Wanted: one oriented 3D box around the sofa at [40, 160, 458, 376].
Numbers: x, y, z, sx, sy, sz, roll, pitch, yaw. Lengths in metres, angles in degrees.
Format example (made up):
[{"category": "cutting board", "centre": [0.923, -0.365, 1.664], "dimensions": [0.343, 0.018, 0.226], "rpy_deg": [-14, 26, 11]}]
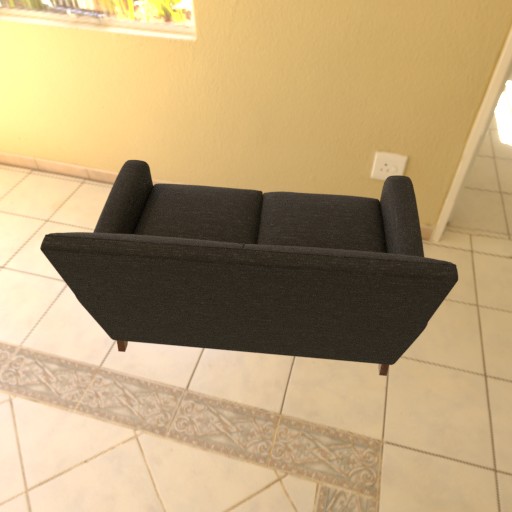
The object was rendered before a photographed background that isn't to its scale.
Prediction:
[{"category": "sofa", "centre": [0.000, 0.000, 2.002], "dimensions": [1.420, 0.846, 0.875], "rpy_deg": [4, 45, 4]}]
